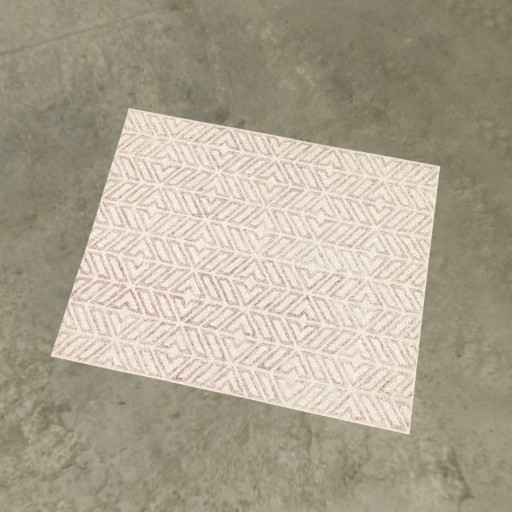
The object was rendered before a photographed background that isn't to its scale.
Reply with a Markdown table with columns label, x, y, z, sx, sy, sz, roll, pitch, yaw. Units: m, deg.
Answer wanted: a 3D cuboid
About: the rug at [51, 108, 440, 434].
| label | x | y | z | sx | sy | sz | roll | pitch | yaw |
| --- | --- | --- | --- | --- | --- | --- | --- | --- | --- |
| rug | 0.000 | 0.000 | 3.968 | 3.045 | 0.008 | 2.421 | 11 | 76 | 3 |
